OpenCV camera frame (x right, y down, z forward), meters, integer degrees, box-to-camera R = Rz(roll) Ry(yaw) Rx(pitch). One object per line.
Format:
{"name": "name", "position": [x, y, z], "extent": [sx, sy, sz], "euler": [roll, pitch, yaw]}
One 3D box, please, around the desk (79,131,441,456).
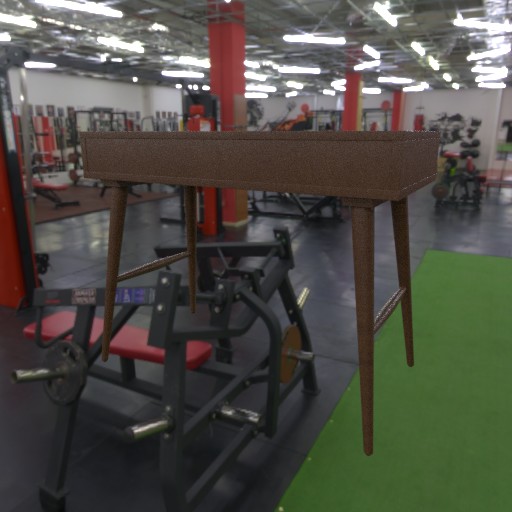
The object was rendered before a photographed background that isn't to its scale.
{"name": "desk", "position": [0.000, 0.000, 1.401], "extent": [0.949, 0.758, 0.510], "euler": [9, 18, 29]}
